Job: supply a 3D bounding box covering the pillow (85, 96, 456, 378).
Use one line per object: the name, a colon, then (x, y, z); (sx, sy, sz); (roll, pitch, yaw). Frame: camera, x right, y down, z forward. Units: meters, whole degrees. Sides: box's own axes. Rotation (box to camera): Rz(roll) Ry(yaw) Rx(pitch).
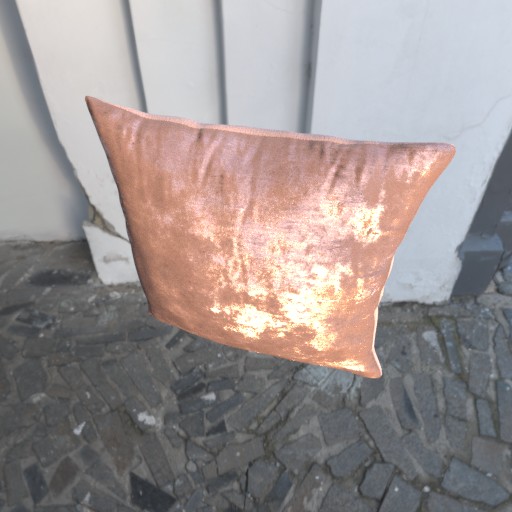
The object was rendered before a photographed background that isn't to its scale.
pillow: (0.000, 0.000, 0.695); (0.470, 0.464, 0.175); (11, 43, 12)
